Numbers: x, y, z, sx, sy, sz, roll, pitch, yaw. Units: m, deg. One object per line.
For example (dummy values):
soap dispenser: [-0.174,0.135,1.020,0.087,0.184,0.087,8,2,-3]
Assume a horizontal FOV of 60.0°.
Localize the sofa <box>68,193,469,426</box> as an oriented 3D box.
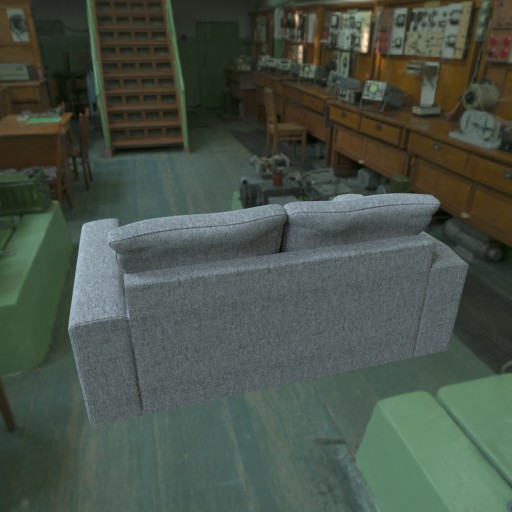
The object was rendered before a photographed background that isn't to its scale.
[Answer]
sofa: [0.000,0.000,2.349,1.758,0.877,1.094,-8,28,-15]
